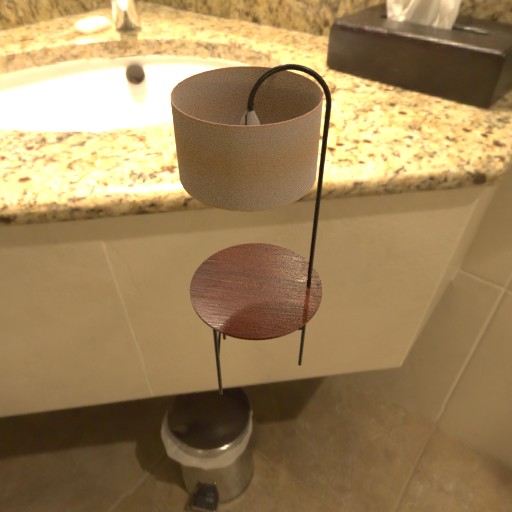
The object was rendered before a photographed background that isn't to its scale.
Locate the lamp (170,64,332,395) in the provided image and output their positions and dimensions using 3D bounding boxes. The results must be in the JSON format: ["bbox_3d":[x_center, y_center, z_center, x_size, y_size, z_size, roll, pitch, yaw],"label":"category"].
[{"bbox_3d":[0.000,0.000,1.813,0.573,1.517,0.573,0,42,0],"label":"lamp"}]
